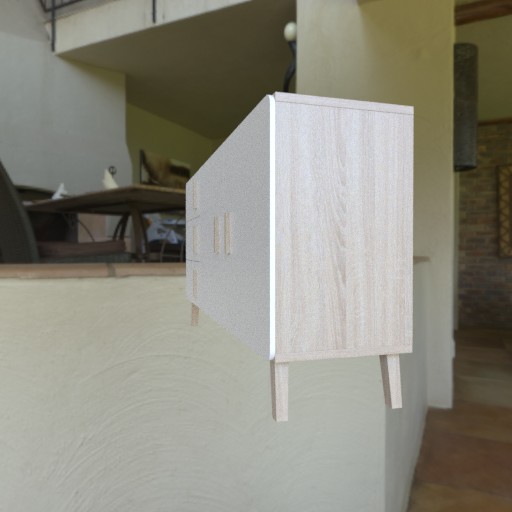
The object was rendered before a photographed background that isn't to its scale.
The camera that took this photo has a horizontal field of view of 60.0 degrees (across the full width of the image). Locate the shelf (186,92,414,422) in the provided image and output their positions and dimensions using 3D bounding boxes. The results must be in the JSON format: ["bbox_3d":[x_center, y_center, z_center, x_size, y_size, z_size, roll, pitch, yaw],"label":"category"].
[{"bbox_3d":[0.000,0.000,1.793,0.400,0.780,1.490,0,1,-16],"label":"shelf"}]
